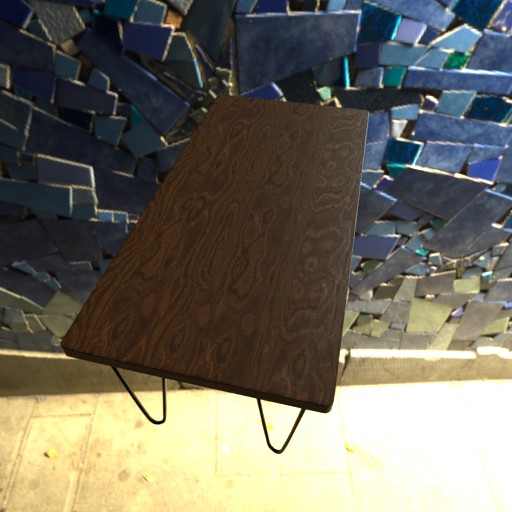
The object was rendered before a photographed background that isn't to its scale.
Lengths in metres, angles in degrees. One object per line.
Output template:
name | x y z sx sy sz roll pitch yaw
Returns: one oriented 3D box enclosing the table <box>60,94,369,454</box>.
table | 0.000 0.000 2.221 0.883 0.753 1.791 10 47 9
